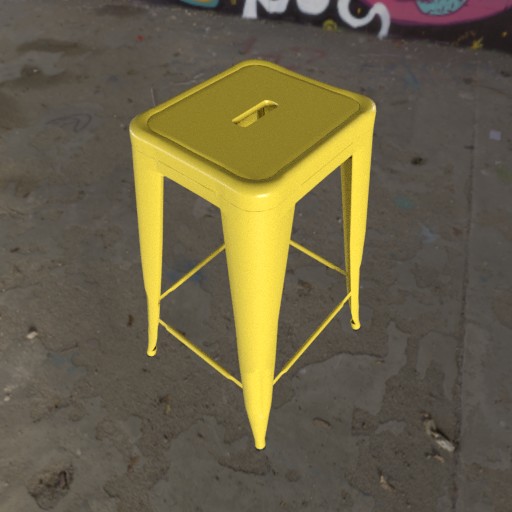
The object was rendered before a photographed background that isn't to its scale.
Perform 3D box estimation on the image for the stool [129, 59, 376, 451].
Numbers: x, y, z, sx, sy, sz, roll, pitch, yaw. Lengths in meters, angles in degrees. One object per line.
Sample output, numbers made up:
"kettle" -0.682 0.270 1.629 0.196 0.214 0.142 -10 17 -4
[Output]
"stool" 0.000 0.000 0.853 0.359 0.609 0.399 31 55 25
